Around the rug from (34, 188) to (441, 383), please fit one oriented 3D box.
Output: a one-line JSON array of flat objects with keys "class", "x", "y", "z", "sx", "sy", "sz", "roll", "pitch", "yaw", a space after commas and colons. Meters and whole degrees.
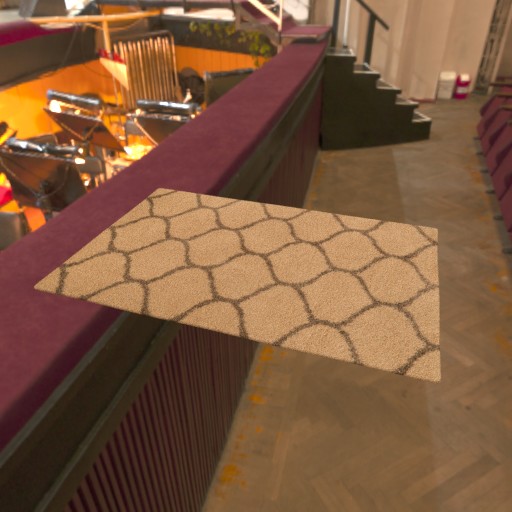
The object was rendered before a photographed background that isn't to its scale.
[{"class": "rug", "x": 0.000, "y": 0.000, "z": 3.459, "sx": 2.701, "sy": 0.026, "sz": 1.801, "roll": 10, "pitch": 34, "yaw": 16}]
